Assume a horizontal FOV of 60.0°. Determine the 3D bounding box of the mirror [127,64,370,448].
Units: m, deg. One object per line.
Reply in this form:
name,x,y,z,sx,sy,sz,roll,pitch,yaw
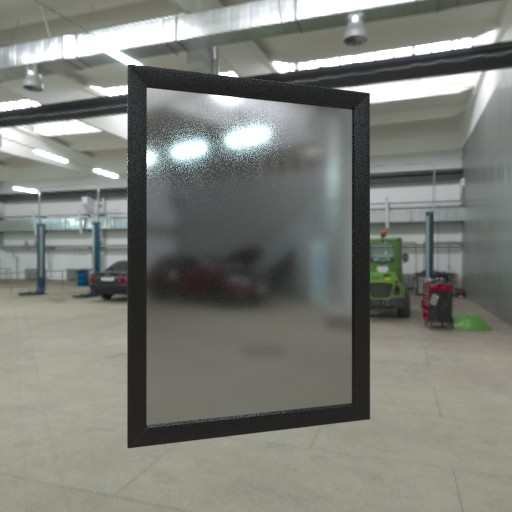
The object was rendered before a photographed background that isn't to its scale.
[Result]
mirror,0.000,0.000,0.910,0.507,0.710,0.040,0,0,-17
